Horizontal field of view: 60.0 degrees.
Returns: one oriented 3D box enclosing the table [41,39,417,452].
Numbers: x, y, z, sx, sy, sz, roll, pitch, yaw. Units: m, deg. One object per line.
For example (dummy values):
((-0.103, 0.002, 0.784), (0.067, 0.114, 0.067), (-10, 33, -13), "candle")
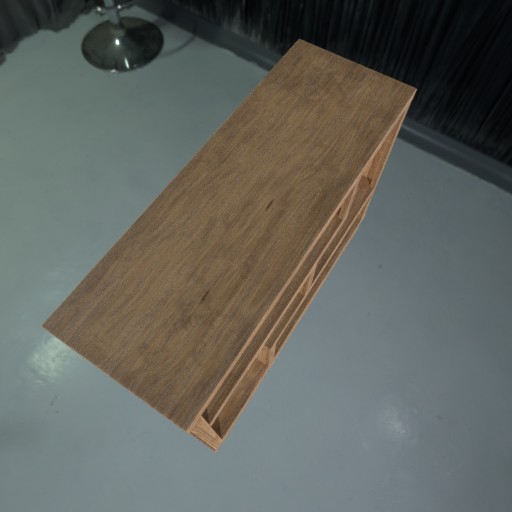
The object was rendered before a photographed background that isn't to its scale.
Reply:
((0.000, 0.000, 1.509), (0.410, 0.771, 1.151), (30, 67, 14), "table")
